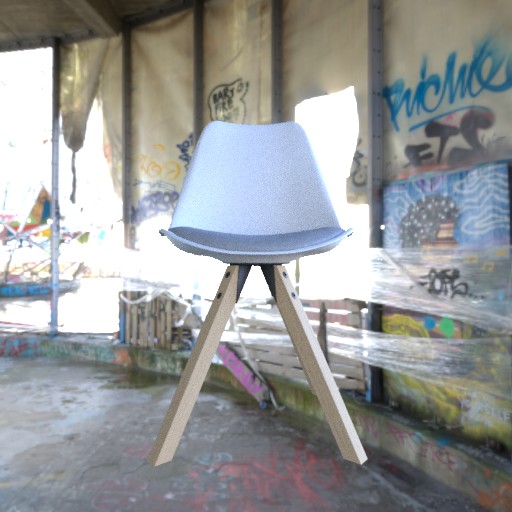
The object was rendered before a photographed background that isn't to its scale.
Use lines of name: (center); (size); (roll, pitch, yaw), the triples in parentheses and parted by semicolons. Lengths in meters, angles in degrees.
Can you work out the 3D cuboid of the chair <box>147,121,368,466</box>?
chair: (0.000, 0.000, 1.152); (0.485, 0.850, 0.550); (0, 0, -1)
